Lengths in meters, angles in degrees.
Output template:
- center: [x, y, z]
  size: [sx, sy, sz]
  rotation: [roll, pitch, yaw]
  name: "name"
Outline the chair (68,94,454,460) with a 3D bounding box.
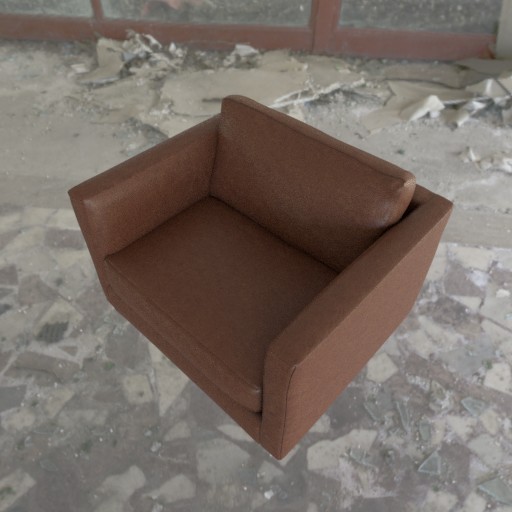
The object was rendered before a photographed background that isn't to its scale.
- center: [0.000, 0.000, 1.806]
  size: [1.107, 0.917, 0.959]
  rotation: [34, 55, 28]
  name: "chair"
